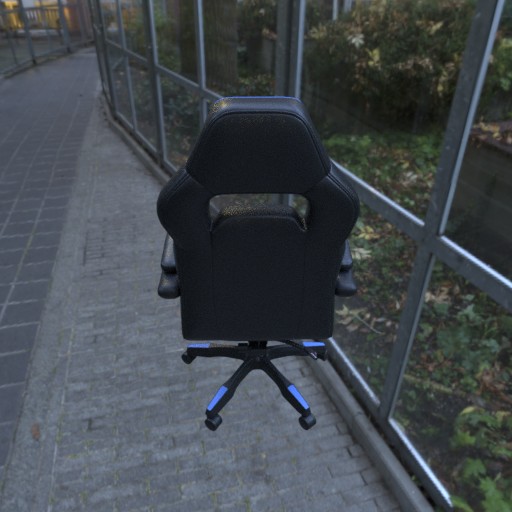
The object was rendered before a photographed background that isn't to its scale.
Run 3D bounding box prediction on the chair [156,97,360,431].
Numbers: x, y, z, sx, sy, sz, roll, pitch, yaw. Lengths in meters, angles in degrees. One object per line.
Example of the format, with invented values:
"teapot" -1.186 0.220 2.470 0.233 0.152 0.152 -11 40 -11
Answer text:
"chair" 0.000 0.000 1.697 0.700 1.280 0.700 -1 31 -1
